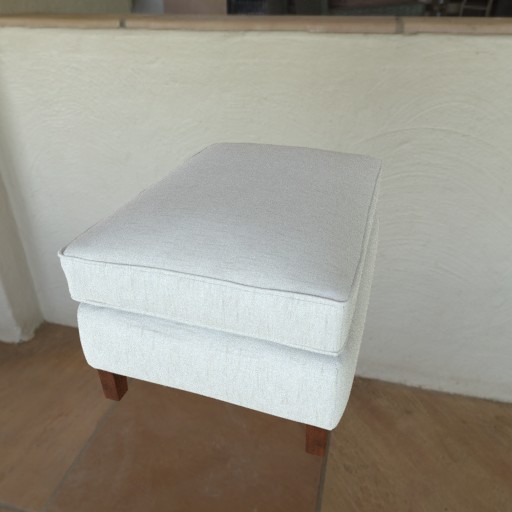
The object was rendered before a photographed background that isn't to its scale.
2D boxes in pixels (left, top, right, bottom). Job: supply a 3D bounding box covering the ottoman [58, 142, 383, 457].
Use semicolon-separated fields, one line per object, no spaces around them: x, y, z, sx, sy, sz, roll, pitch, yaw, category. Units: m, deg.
0.000;0.000;0.970;0.501;0.406;0.665;9;31;15;ottoman
